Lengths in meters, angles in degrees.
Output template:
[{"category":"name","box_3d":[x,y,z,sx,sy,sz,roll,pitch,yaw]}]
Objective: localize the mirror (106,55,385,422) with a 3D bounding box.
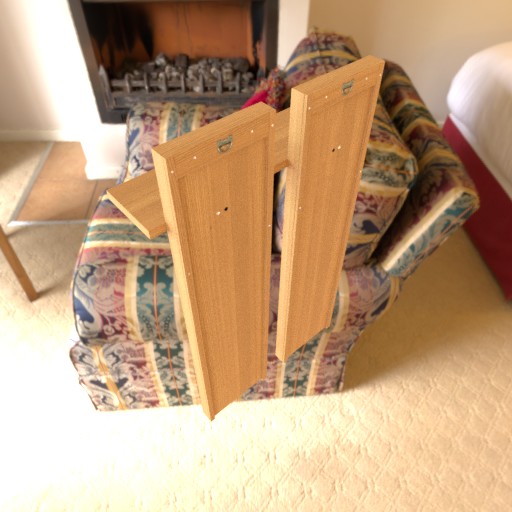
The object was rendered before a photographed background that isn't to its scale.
[{"category":"mirror","box_3d":[0.000,0.000,1.562,0.800,1.250,0.260,-32,54,-27]}]
